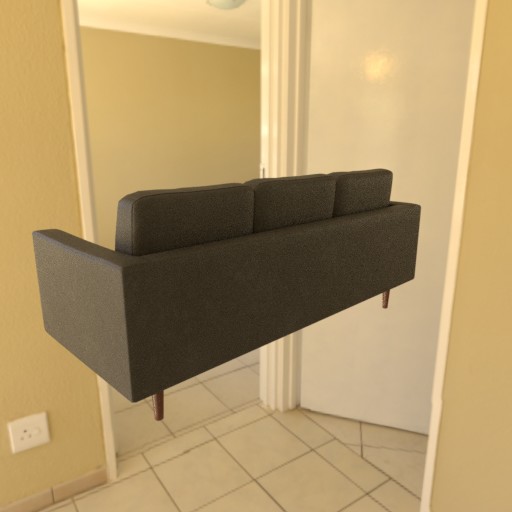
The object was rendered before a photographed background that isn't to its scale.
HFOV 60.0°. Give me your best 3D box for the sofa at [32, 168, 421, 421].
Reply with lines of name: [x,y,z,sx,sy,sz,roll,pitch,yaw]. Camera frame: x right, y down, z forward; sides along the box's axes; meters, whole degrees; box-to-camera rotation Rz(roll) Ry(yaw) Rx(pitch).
sofa: [0.000,0.000,2.441,2.029,0.899,0.879,-14,20,-42]
